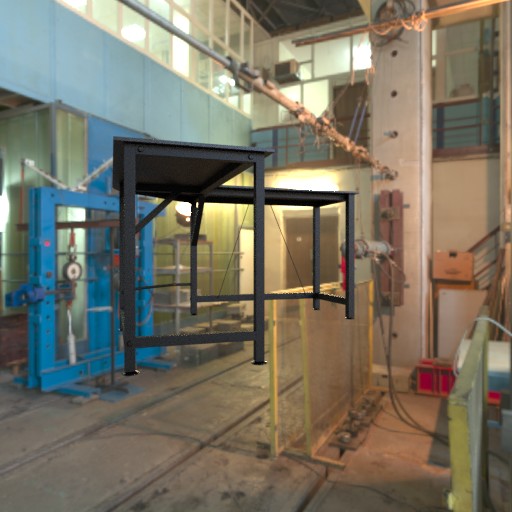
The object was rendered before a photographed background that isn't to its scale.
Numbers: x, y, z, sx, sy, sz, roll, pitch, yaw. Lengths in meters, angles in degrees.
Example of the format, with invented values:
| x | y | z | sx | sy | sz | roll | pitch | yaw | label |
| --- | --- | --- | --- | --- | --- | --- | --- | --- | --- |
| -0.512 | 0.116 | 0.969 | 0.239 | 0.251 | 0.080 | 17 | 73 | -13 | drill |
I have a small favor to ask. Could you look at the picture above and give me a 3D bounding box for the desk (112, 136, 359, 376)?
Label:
| x | y | z | sx | sy | sz | roll | pitch | yaw | label |
| --- | --- | --- | --- | --- | --- | --- | --- | --- | --- |
| 0.000 | 0.000 | 2.275 | 1.400 | 0.762 | 1.400 | 0 | 0 | -18 | desk |
